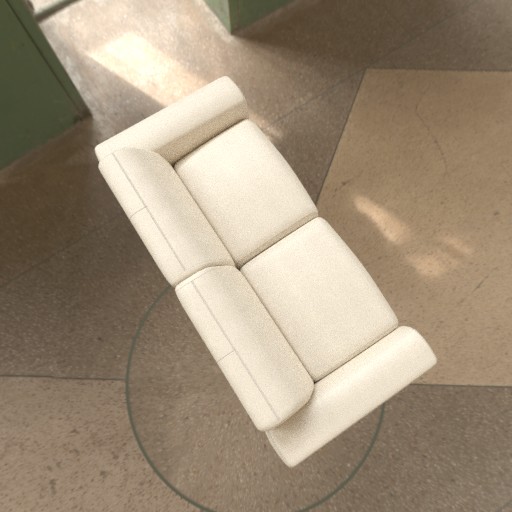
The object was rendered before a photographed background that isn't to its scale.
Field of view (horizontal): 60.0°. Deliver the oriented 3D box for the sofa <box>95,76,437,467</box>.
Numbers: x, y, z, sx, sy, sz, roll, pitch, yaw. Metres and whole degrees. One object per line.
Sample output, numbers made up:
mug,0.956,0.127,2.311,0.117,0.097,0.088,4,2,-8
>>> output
sofa,0.000,0.000,2.378,0.900,0.772,1.901,-32,77,-8
